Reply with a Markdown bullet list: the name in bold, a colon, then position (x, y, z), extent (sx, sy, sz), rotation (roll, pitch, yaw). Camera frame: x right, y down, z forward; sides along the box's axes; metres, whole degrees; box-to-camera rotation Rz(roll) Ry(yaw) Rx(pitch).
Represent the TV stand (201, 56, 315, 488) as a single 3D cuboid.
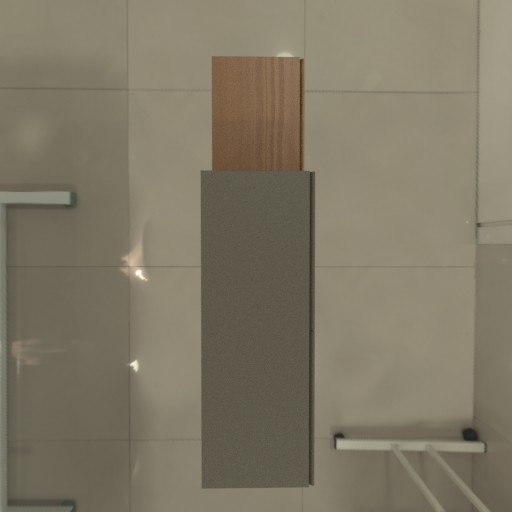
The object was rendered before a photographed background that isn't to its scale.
- **TV stand**: position (0.000, 0.000, 1.568), extent (0.329, 0.591, 1.336), rotation (0, 92, -1)
